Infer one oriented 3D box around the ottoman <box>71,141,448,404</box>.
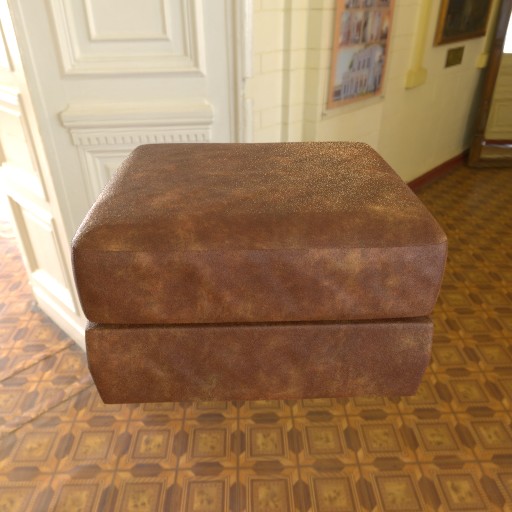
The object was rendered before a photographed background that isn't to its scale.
[{"bbox_3d":[0.000,0.000,1.141,0.751,0.476,0.603,-1,31,-2],"label":"ottoman"}]
